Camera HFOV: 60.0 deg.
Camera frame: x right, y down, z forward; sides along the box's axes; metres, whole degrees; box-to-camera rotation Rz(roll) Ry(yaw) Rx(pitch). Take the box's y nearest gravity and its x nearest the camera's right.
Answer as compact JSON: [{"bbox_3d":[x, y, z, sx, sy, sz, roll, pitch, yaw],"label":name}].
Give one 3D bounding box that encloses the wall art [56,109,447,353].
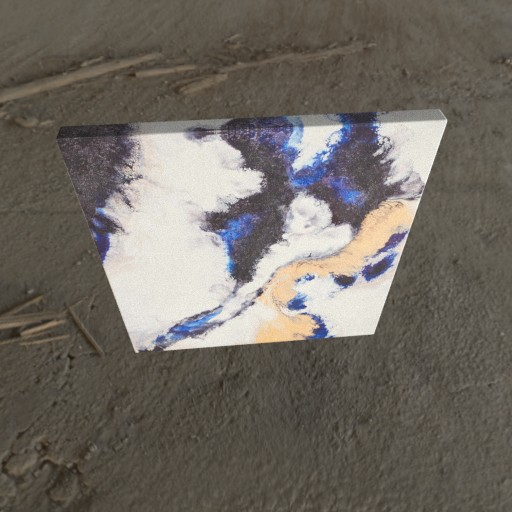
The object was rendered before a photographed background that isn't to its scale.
[{"bbox_3d":[0.000,0.000,0.917,0.609,0.609,0.039,-4,47,-4],"label":"wall art"}]
